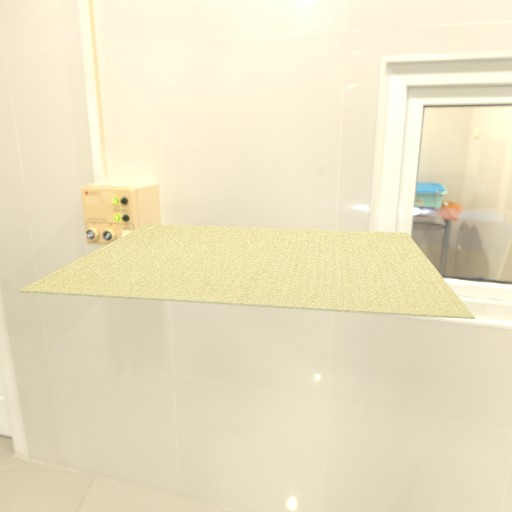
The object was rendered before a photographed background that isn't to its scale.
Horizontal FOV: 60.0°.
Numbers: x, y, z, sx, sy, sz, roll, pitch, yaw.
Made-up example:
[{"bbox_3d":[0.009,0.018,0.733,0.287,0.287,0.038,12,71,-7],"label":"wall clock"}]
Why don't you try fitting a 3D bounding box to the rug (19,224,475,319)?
[{"bbox_3d":[0.000,0.000,4.215,3.204,0.016,2.452,2,16,8],"label":"rug"}]
